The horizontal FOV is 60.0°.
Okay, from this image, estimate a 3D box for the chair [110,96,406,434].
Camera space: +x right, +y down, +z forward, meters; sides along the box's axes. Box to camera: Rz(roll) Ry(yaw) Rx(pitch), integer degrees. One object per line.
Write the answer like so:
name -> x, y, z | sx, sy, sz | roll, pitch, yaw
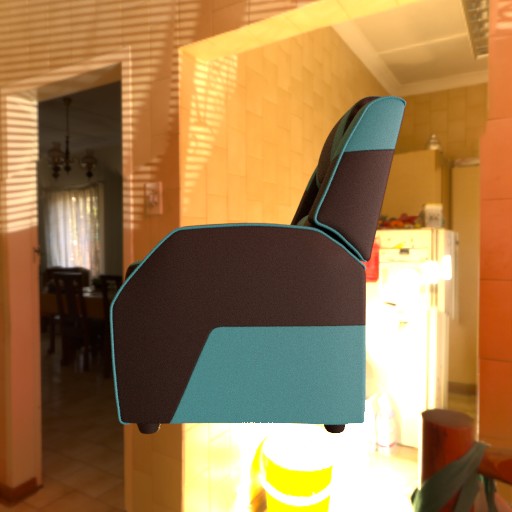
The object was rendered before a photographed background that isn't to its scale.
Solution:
chair -> 0.000, 0.000, 1.291 | 0.672, 0.805, 0.620 | 0, 2, 0
